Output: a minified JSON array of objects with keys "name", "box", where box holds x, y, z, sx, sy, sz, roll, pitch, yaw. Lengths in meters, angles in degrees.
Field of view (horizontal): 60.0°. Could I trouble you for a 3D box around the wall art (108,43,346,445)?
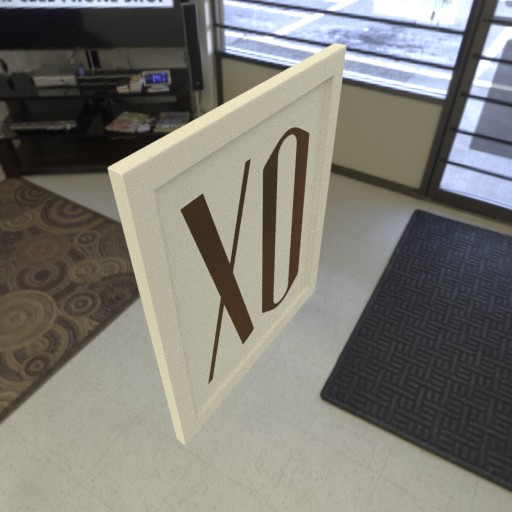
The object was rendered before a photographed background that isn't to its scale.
[{"name":"wall art","box":[0.000,0.000,0.715,0.020,0.536,0.444,25,48,25]}]
